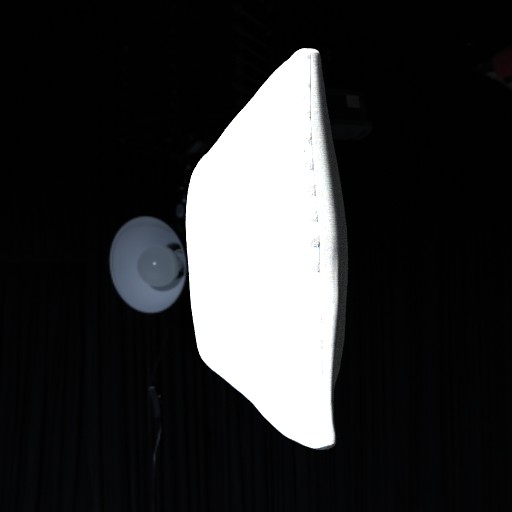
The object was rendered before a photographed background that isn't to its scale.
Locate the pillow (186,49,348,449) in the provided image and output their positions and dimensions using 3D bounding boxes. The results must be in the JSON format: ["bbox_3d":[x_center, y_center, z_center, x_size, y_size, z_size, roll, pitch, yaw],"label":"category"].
[{"bbox_3d":[0.000,0.000,0.768,0.219,0.491,0.496,1,-3,-18],"label":"pillow"}]
